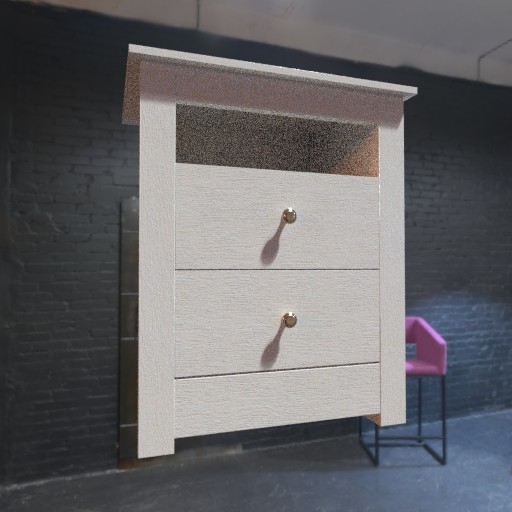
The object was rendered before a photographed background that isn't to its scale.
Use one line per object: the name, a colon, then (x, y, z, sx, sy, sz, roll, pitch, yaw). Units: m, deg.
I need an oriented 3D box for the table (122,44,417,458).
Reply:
table: (0.000, 0.000, 1.030, 0.589, 0.711, 0.406, 0, -1, -18)
